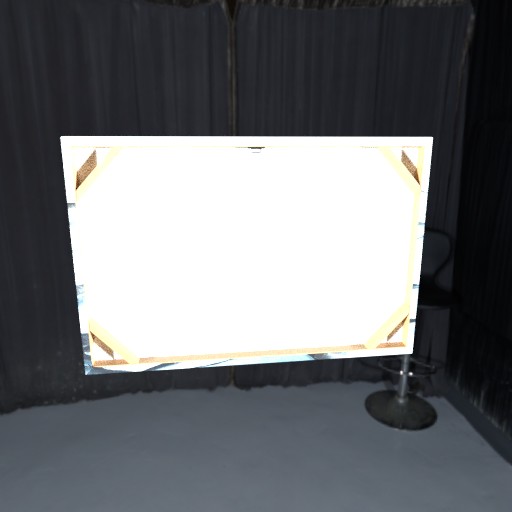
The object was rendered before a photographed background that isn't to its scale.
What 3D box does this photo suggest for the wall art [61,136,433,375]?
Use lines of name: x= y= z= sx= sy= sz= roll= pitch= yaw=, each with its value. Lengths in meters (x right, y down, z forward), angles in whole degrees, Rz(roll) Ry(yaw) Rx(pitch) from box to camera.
wall art: x=0.000 y=0.000 z=1.173 sx=0.914 sy=0.609 sz=0.039 roll=-2 pitch=14 yaw=-7
